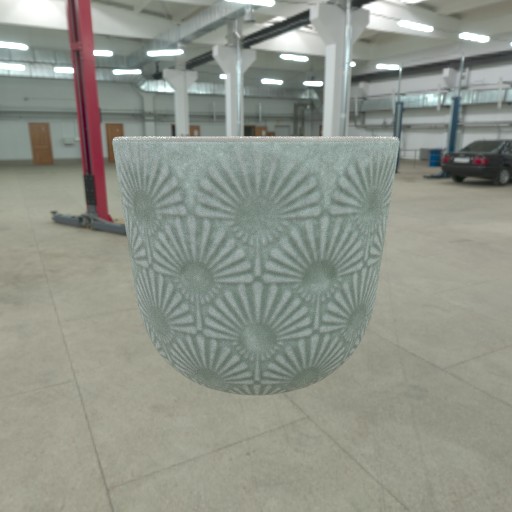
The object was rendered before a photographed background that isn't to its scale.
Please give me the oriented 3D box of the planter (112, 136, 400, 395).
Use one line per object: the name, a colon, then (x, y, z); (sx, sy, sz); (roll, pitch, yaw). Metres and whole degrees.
planter: (0.000, 0.000, 0.293); (0.170, 0.152, 0.170); (0, 15, 0)
